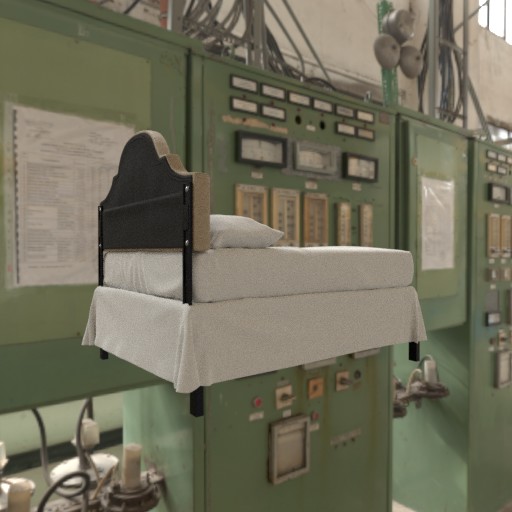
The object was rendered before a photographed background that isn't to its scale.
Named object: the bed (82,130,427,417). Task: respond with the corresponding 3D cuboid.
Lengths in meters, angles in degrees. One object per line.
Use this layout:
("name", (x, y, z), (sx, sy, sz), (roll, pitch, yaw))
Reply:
("bed", (0.000, 0.000, 3.487), (2.222, 1.634, 1.780), (0, 1, -37))
